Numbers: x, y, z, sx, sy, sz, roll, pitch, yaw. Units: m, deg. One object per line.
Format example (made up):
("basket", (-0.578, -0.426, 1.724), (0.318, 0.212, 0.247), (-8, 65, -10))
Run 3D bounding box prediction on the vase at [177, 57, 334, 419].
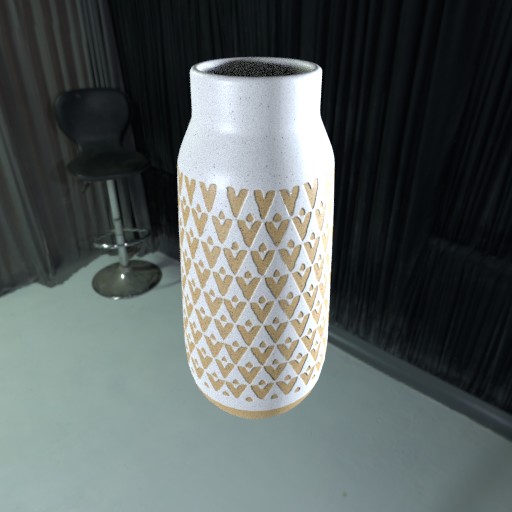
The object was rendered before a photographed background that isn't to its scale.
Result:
("vase", (0.000, 0.000, 0.385), (0.137, 0.307, 0.137), (0, 32, 0))
